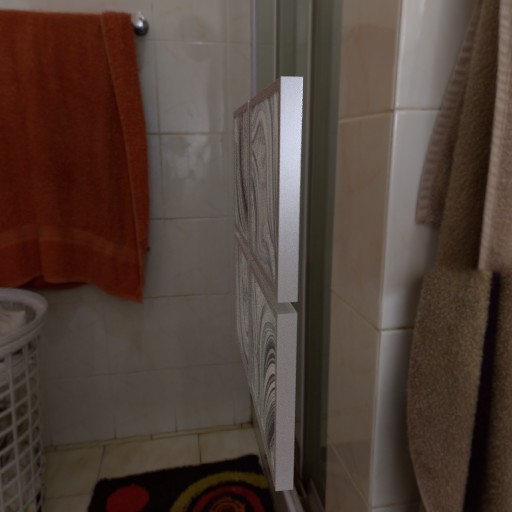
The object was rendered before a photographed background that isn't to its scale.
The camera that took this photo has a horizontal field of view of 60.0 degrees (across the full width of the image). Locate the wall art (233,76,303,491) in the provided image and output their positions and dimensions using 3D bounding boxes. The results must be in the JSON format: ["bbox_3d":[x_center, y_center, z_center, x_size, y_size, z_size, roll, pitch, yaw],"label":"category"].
[{"bbox_3d":[0.000,0.000,0.919,0.029,0.611,0.611,-2,14,-8],"label":"wall art"}]
